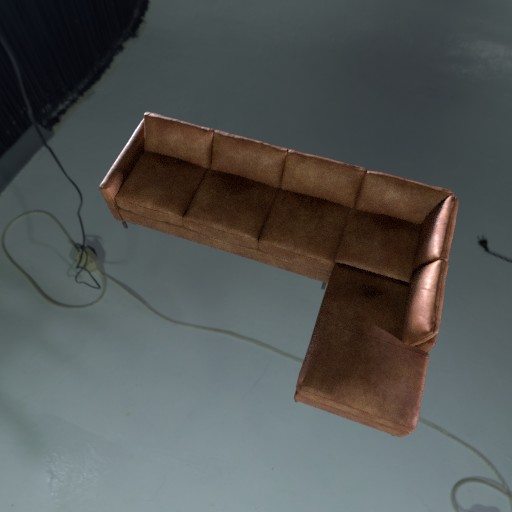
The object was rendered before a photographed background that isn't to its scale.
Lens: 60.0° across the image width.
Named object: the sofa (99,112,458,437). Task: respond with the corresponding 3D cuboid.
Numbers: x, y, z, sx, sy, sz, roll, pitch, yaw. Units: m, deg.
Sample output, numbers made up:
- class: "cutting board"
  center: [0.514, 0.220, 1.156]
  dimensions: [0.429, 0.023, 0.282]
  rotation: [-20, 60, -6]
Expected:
- class: "sofa"
  center: [0.000, 0.000, 3.729]
  dimensions: [2.984, 0.877, 1.938]
  rotation: [17, 62, 9]
